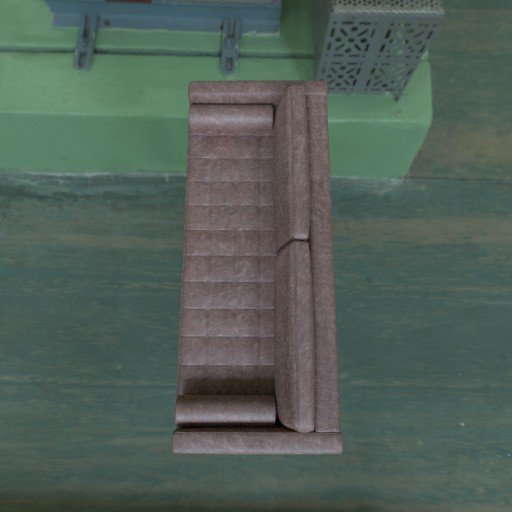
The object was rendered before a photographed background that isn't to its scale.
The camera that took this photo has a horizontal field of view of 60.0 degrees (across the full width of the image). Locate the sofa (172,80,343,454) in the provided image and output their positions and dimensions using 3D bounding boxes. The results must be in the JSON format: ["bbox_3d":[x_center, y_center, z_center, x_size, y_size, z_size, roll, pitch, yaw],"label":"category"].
[{"bbox_3d":[0.000,0.000,2.723,0.914,0.762,2.210,0,76,0],"label":"sofa"}]
